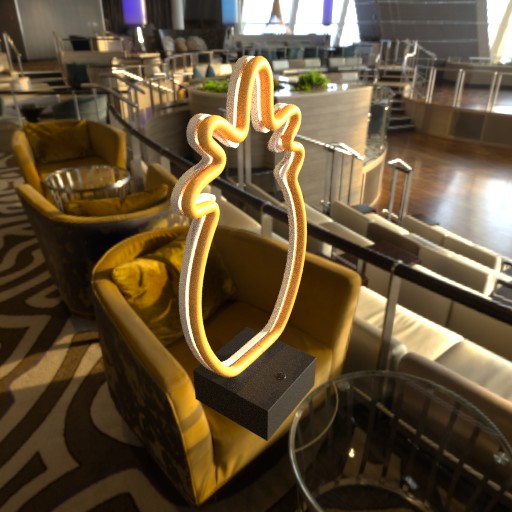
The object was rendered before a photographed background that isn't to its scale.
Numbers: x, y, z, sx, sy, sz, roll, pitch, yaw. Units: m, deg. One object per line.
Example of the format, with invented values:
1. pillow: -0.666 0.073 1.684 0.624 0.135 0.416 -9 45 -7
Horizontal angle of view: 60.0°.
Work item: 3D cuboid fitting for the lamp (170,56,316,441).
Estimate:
1. lamp: 0.000 0.000 0.385 0.088 0.317 0.167 18 33 31
